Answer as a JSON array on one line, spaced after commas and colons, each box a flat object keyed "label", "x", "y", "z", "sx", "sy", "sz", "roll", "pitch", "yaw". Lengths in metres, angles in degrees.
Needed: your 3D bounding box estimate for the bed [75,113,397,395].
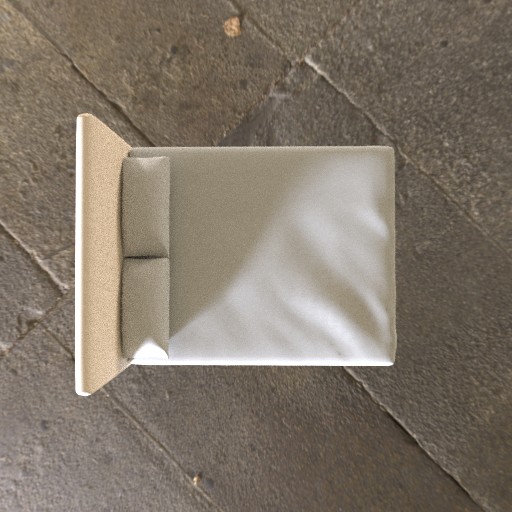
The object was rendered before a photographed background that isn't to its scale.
[{"label": "bed", "x": 0.000, "y": 0.000, "z": 3.246, "sx": 2.142, "sy": 1.330, "sz": 1.748, "roll": 0, "pitch": 89, "yaw": 1}]
